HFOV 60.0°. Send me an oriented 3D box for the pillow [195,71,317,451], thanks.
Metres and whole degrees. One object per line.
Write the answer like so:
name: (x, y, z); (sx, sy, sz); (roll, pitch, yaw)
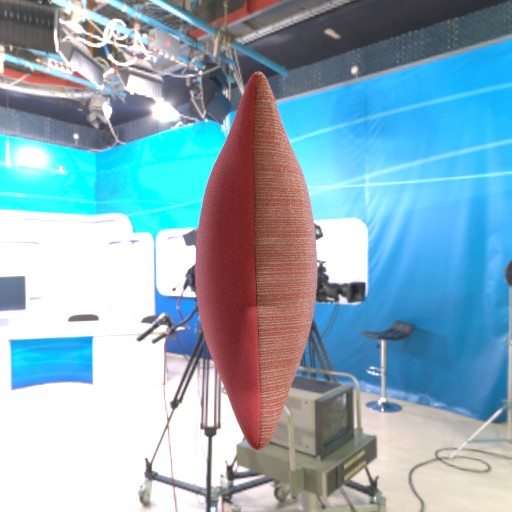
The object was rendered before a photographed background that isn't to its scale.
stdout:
pillow: (0.000, 0.000, 0.844); (0.229, 0.501, 0.559); (0, 0, -1)
